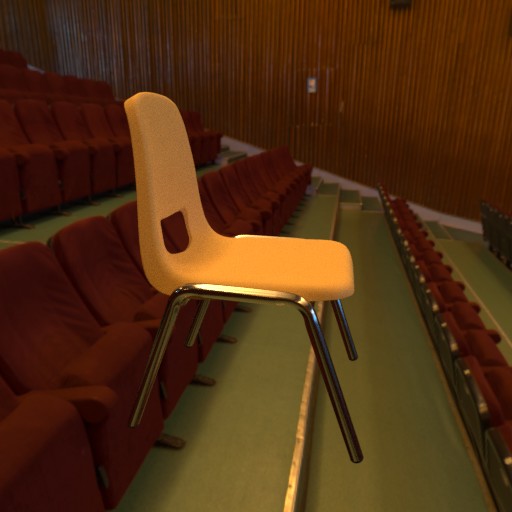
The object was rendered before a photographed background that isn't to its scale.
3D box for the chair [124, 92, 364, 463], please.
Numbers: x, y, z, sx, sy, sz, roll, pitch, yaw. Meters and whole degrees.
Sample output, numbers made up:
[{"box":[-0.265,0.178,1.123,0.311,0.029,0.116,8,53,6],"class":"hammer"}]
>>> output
[{"box":[0.000,0.000,0.840,0.423,0.586,0.354,3,17,10],"class":"chair"}]
